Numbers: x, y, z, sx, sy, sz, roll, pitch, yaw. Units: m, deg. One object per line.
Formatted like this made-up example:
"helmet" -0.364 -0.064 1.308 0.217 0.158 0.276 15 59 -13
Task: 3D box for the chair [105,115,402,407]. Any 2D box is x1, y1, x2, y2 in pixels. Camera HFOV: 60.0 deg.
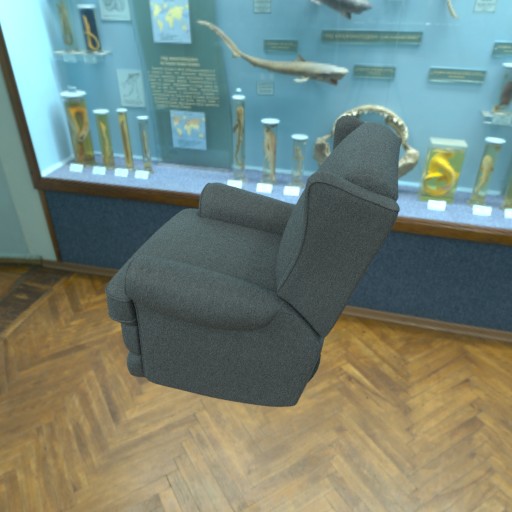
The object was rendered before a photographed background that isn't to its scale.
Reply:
"chair" 0.000 0.000 1.750 0.969 1.011 0.847 9 33 14
